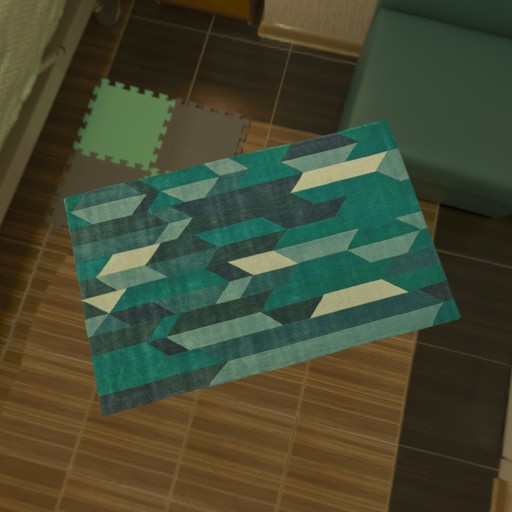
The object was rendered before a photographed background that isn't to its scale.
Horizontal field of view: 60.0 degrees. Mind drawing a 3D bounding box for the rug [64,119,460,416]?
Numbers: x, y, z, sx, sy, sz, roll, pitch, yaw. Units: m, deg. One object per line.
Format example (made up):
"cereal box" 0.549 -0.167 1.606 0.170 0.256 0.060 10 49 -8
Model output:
"rug" 0.000 0.000 3.049 2.420 0.005 1.528 -14 77 -3
